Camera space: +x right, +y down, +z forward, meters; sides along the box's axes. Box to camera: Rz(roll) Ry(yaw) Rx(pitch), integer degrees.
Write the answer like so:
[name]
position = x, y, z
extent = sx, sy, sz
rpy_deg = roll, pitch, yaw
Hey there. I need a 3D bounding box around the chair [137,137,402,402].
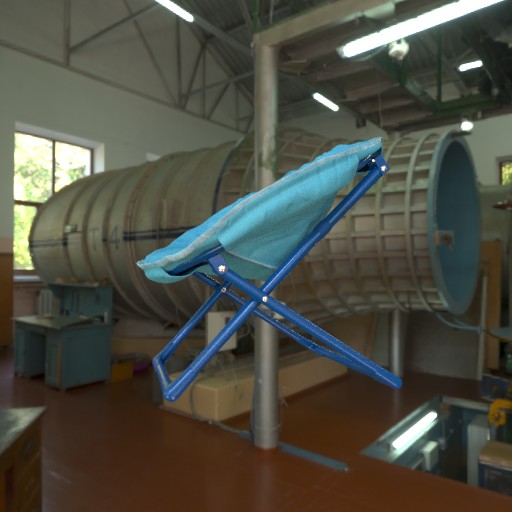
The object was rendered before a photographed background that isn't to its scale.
[chair]
position = 0.000, 0.000, 0.894
extent = 0.465, 0.478, 0.520
rpy_deg = 0, -1, -17
